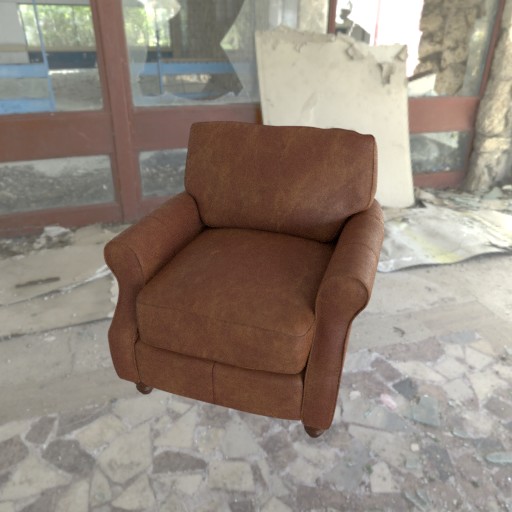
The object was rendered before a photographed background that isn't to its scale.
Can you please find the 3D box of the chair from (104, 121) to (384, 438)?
[{"bbox_3d":[0.000,0.000,1.828,0.983,0.962,0.986,8,28,16],"label":"chair"}]
